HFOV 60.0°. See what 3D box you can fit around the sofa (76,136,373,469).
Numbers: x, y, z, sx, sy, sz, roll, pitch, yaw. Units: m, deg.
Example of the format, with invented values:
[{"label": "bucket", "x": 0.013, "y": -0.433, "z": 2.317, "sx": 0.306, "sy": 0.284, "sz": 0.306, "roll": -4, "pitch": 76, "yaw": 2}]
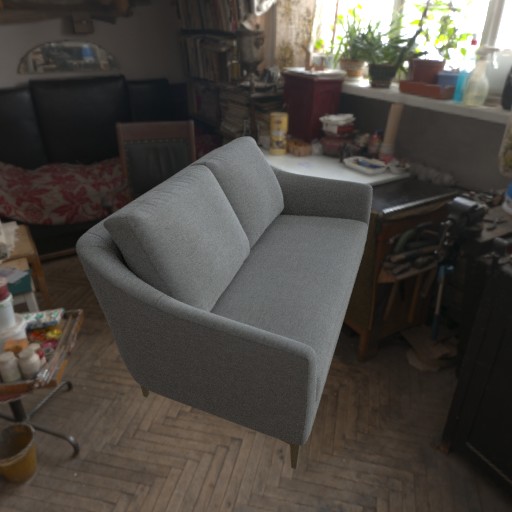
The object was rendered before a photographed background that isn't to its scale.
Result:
[{"label": "sofa", "x": 0.000, "y": 0.000, "z": 2.212, "sx": 0.960, "sy": 0.904, "sz": 1.619, "roll": 10, "pitch": 30, "yaw": 17}]
